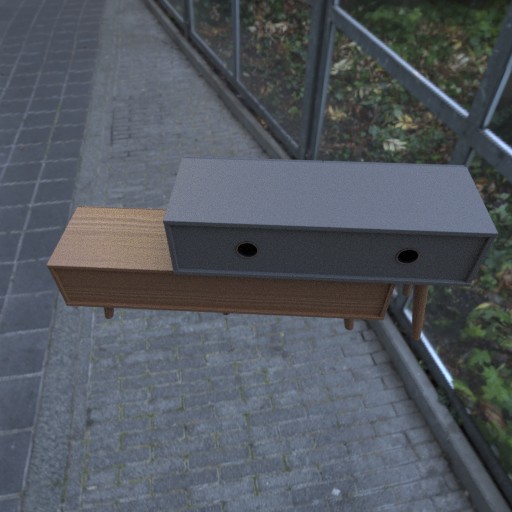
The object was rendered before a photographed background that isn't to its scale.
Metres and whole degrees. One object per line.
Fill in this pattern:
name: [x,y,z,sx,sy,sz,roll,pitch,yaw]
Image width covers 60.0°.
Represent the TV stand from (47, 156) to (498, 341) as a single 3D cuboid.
TV stand: [0.000,0.000,1.555,1.336,0.591,0.329,2,46,2]
